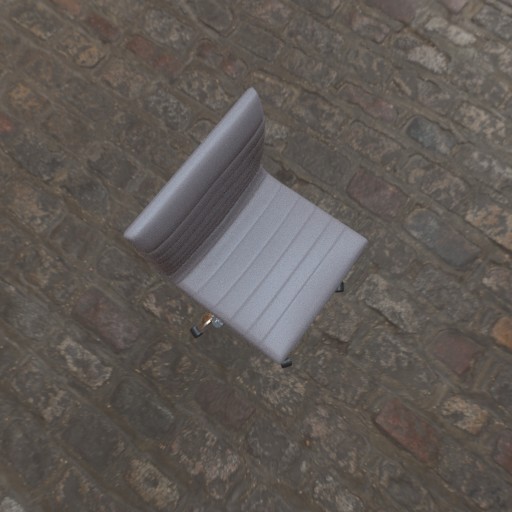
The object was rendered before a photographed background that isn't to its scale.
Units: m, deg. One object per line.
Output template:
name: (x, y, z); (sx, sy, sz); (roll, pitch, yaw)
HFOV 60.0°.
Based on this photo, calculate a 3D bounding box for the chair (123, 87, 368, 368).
chair: (0.000, 0.000, 1.186); (0.530, 0.780, 0.556); (36, 79, 9)
